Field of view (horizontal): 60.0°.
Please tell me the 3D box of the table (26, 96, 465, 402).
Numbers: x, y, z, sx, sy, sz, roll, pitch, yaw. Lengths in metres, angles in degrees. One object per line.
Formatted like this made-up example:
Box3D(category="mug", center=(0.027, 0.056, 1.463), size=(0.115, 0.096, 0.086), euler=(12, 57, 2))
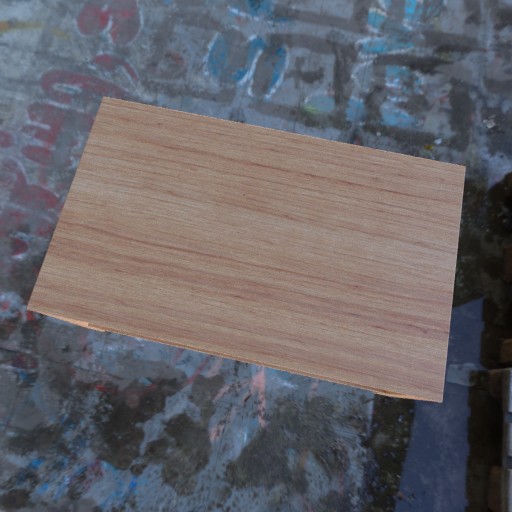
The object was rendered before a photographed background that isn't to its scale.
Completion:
Box3D(category="table", center=(0.000, 0.000, 1.501), size=(1.146, 0.457, 0.695), euler=(12, 74, 3))
